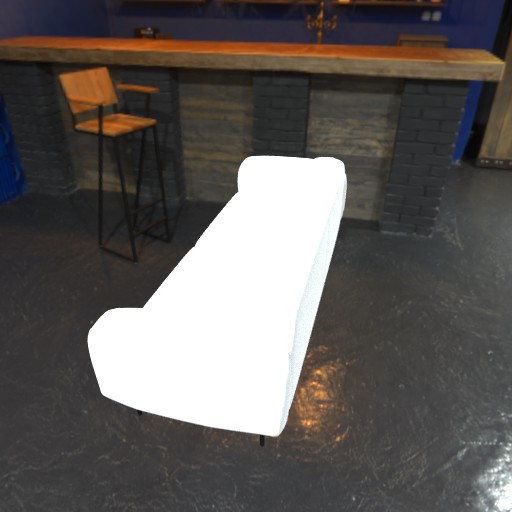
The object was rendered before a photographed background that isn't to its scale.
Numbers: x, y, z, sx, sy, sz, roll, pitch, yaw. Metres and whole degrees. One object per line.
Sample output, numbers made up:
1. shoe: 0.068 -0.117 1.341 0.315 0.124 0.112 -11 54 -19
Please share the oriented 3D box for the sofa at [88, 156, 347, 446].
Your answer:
1. sofa: 0.000 0.000 2.725 0.870 0.780 2.280 8 32 14
